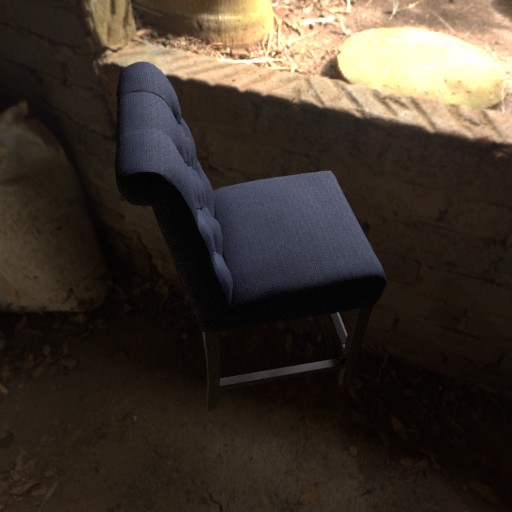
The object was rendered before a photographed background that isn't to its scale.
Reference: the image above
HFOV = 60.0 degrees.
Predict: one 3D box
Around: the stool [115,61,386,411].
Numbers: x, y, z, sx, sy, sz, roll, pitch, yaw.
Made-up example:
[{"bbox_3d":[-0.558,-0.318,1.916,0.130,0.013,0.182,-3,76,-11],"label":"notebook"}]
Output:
[{"bbox_3d":[0.000,0.000,1.313,0.601,1.010,0.493,-8,48,-8],"label":"stool"}]
